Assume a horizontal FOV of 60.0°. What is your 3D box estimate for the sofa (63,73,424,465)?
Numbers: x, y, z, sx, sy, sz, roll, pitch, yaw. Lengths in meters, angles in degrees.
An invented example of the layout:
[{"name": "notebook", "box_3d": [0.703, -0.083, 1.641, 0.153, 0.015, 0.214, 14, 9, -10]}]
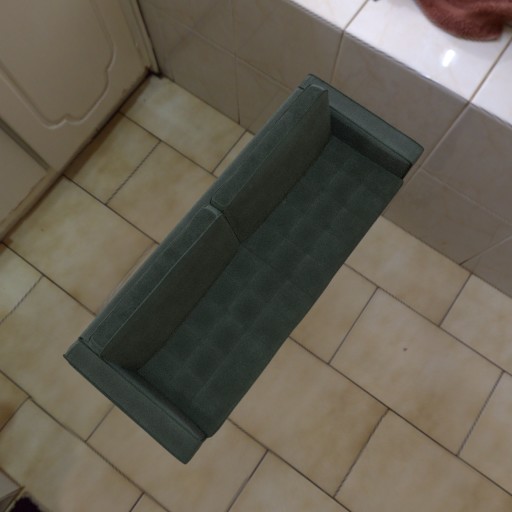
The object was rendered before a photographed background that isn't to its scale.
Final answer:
[{"name": "sofa", "box_3d": [0.000, 0.000, 2.635, 0.886, 0.781, 2.214, 37, 78, 9]}]
